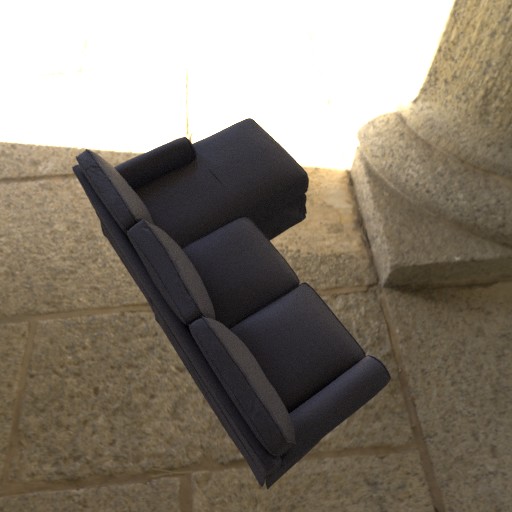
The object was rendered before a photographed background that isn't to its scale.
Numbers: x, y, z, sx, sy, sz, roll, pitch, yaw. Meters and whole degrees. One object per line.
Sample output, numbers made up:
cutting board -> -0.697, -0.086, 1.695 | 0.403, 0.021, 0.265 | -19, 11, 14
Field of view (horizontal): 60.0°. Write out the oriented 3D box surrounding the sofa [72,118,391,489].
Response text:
sofa -> 0.000, 0.000, 3.243 | 1.637, 1.039, 2.518 | -31, 63, -18
